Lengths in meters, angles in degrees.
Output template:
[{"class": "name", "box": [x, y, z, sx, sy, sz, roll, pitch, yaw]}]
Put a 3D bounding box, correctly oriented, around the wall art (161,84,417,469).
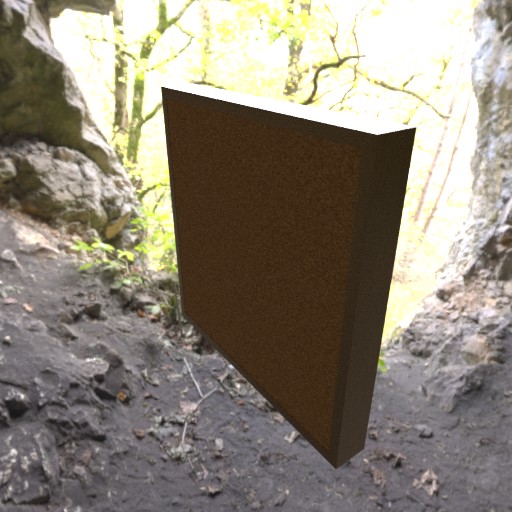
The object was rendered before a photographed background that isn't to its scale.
[{"class": "wall art", "box": [0.000, 0.000, 0.458, 0.038, 0.305, 0.304, -18, 33, -31]}]
